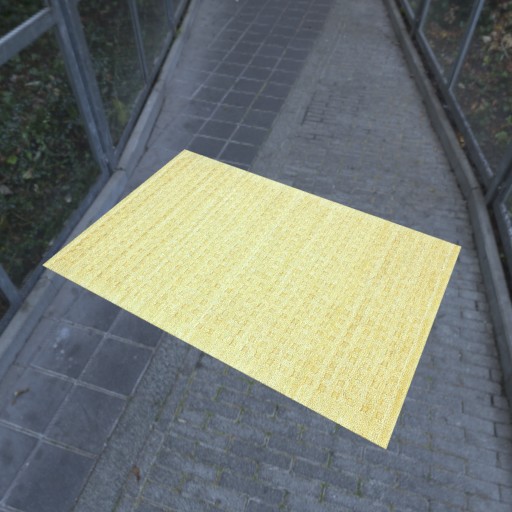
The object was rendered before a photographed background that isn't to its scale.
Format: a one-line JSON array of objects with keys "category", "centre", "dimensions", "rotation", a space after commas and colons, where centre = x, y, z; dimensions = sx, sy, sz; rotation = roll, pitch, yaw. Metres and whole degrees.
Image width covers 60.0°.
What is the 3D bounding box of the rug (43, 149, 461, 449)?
[{"category": "rug", "centre": [0.000, 0.000, 2.906], "dimensions": [2.286, 0.006, 1.524], "rotation": [23, 51, 20]}]
